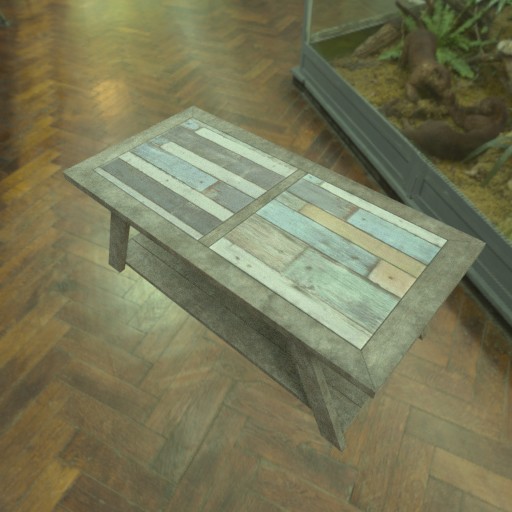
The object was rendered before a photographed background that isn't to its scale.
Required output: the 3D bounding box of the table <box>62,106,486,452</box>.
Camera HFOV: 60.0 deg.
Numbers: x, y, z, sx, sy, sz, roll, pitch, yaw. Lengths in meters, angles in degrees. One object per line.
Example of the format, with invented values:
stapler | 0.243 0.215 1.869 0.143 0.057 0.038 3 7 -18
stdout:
table | 0.000 0.000 1.558 1.219 0.470 0.610 32 54 27
